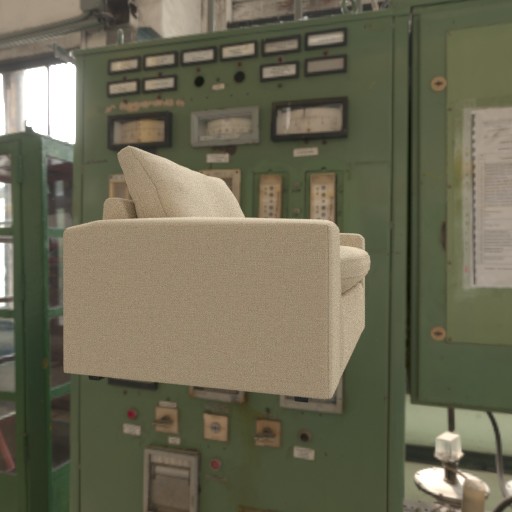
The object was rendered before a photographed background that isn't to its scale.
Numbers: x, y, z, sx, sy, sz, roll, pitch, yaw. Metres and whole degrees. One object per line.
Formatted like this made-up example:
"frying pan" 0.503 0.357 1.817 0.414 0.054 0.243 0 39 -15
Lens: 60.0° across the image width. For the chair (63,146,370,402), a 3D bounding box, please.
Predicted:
"chair" 0.000 0.000 2.121 1.039 0.915 1.398 0 0 18
